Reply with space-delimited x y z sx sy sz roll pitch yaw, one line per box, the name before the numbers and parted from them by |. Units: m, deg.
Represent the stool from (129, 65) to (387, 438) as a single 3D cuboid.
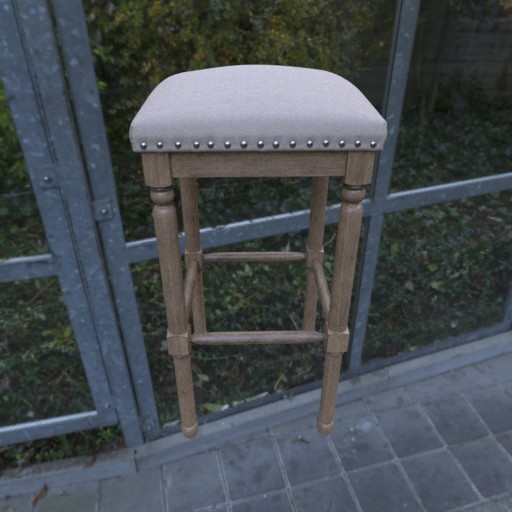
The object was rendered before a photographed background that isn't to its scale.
stool | 0.000 0.000 0.975 0.382 0.768 0.383 -1 31 -1
